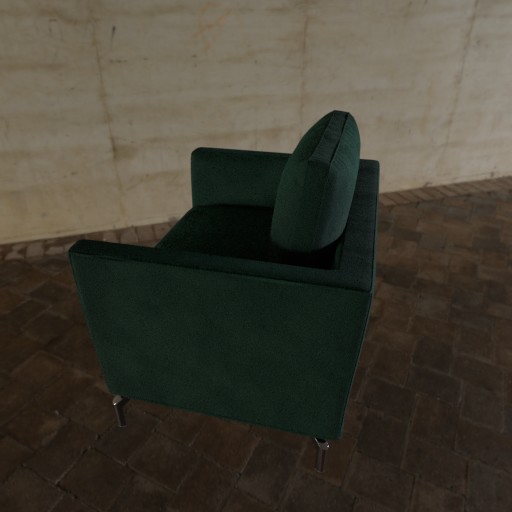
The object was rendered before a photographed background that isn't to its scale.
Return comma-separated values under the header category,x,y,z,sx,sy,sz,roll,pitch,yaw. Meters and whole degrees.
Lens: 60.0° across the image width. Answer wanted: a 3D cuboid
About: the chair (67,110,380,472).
category,x,y,z,sx,sy,sz,roll,pitch,yaw
chair,0.000,0.000,1.704,0.852,0.997,1.047,7,31,12
